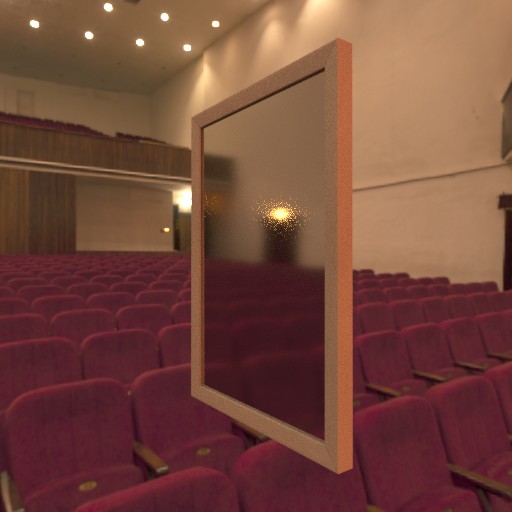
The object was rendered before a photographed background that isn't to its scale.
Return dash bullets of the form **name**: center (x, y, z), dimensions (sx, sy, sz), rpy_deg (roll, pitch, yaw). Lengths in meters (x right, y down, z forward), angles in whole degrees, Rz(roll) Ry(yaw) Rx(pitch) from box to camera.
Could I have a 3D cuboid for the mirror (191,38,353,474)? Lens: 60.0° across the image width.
- **mirror**: center (0.000, 0.000, 0.937), dimensions (0.040, 0.710, 0.507), rpy_deg (0, 0, -36)
